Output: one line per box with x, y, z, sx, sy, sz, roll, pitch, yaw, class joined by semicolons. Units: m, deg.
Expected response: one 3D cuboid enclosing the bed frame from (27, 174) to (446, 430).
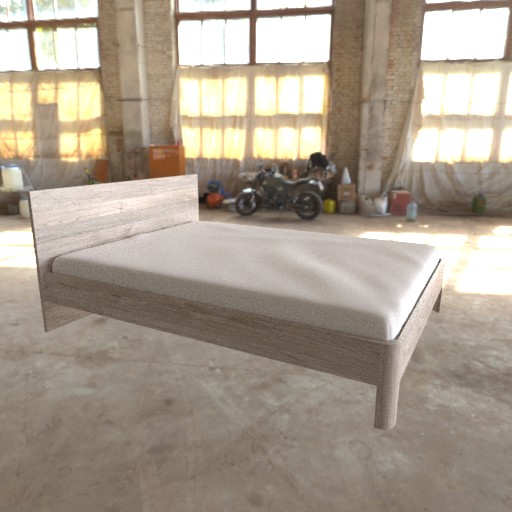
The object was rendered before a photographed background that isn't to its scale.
0.000;0.000;2.623;1.950;0.800;1.490;8;16;28;bed frame
